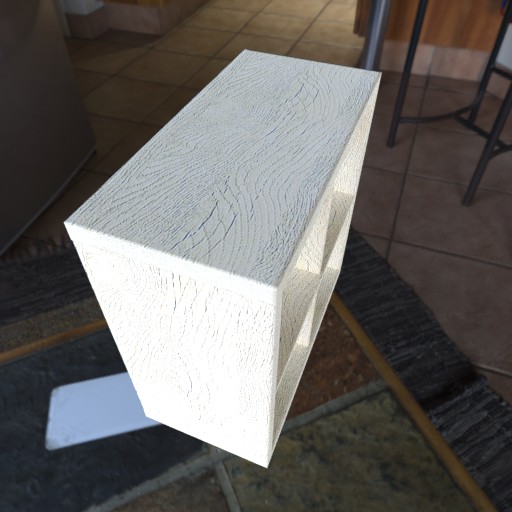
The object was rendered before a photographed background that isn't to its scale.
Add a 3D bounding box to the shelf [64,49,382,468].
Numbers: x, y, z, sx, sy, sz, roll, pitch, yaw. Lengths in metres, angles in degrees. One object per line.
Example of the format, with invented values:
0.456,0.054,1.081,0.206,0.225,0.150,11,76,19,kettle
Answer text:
0.000,0.000,1.247,0.390,0.786,0.790,17,49,15,shelf
